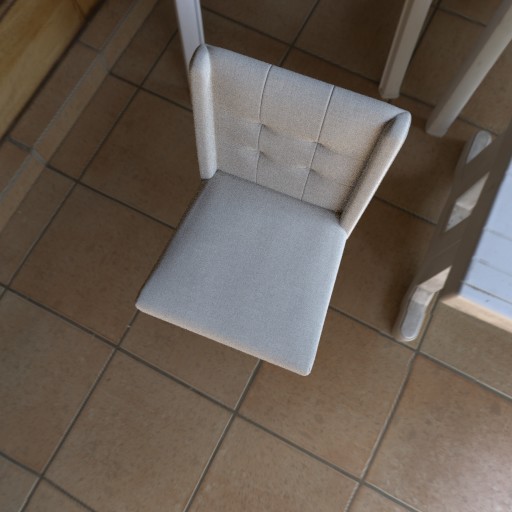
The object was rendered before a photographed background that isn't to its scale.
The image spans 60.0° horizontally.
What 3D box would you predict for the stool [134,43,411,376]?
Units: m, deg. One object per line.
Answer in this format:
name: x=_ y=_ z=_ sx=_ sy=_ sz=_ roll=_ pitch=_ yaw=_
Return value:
stool: x=0.000 y=0.000 z=1.227 sx=0.474 sy=0.939 sz=0.509 roll=21 pitch=76 yaw=5
